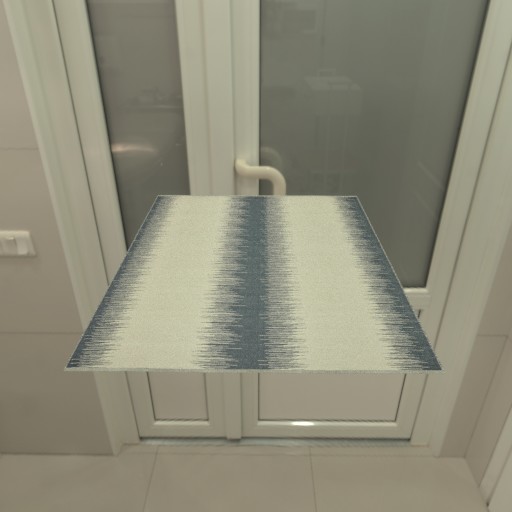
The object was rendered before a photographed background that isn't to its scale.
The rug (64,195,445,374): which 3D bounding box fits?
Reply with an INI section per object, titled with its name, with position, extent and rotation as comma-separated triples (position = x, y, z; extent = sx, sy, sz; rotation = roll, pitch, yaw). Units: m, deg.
[rug]
position = 0.000, 0.000, 4.151
extent = 2.453, 0.004, 3.037
rotation = 0, 30, 0
